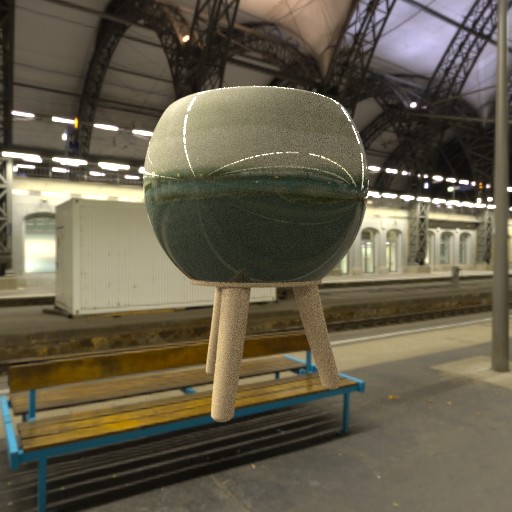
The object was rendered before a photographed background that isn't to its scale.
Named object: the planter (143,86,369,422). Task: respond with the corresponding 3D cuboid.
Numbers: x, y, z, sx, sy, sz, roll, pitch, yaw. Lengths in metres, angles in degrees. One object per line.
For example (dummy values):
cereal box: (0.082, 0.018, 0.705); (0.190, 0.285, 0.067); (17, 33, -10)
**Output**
planter: (0.000, 0.000, 0.450); (0.222, 0.278, 0.222); (0, 0, 0)
